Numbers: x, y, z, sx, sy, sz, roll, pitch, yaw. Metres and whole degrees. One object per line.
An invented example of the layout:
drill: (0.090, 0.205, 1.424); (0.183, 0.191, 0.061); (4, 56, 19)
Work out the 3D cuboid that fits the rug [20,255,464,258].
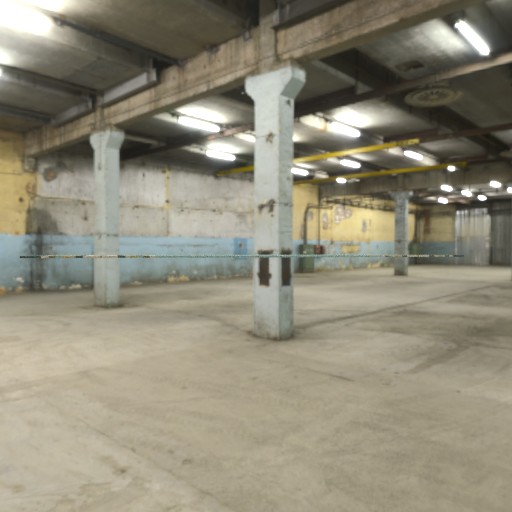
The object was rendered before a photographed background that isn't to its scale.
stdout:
rug: (0.000, 0.000, 2.692); (2.441, 0.010, 0.744); (0, 0, -18)
